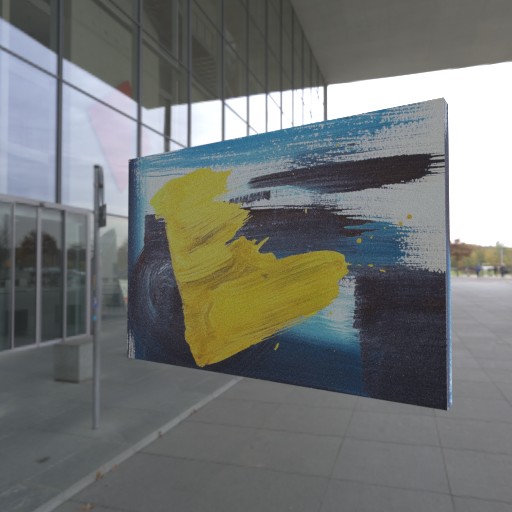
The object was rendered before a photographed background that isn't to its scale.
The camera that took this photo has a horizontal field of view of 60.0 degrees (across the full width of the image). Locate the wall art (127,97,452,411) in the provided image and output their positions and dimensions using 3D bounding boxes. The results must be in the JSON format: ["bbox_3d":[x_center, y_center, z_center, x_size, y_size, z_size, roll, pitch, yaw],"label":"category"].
[{"bbox_3d":[0.000,0.000,0.753,0.609,0.406,0.033,-1,-2,33],"label":"wall art"}]
